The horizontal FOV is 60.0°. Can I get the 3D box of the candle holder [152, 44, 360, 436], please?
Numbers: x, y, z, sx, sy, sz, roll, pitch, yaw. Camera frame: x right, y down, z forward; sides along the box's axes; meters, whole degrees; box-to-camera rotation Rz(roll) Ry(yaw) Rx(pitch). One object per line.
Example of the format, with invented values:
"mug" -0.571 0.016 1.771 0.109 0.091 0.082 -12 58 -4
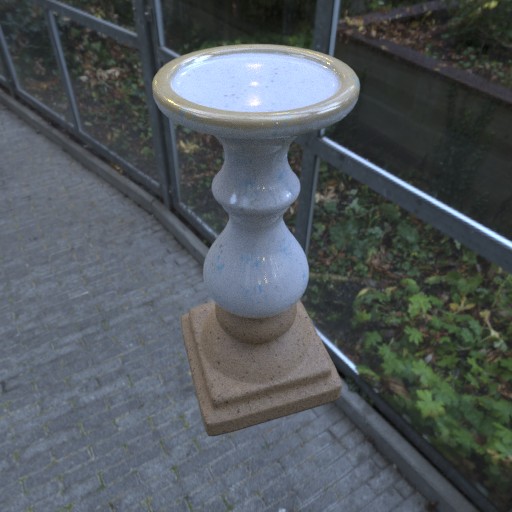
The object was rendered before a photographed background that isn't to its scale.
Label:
"candle holder" 0.000 0.000 0.297 0.110 0.239 0.110 -12 43 -13
